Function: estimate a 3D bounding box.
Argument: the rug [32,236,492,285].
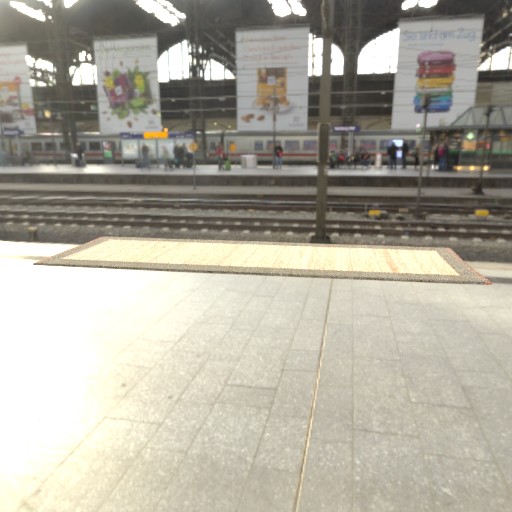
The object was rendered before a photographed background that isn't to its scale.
[{"bbox_3d":[0.000,0.000,2.668,2.413,0.016,0.810,2,14,9],"label":"rug"}]
